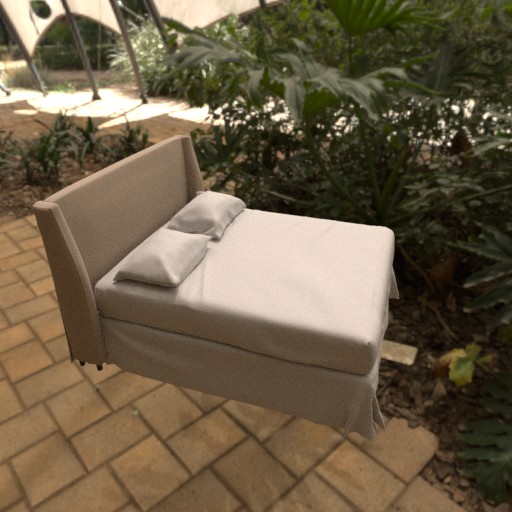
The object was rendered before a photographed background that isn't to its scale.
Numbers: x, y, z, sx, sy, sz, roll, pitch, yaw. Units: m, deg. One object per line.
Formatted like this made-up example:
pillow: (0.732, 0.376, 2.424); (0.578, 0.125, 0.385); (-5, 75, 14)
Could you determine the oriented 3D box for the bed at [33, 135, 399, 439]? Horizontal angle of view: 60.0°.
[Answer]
bed: (0.000, 0.000, 3.476); (2.276, 1.332, 1.925); (9, 30, 16)
